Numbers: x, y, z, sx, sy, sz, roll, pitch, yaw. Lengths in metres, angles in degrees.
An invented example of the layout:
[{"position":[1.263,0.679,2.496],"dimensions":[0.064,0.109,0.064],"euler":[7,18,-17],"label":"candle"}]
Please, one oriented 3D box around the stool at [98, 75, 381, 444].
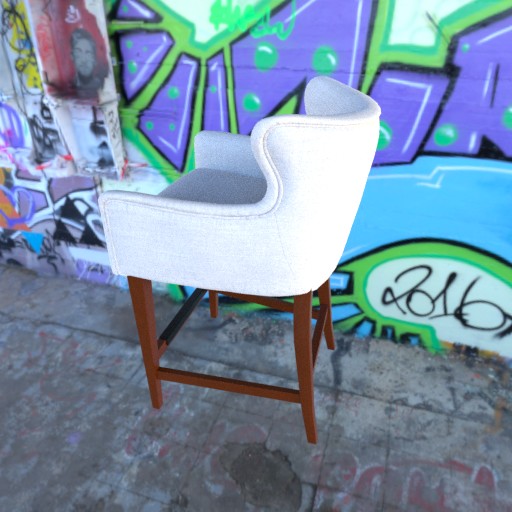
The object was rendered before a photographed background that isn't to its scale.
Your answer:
[{"position":[0.000,0.000,1.382],"dimensions":[0.637,0.987,0.615],"euler":[9,32,15],"label":"stool"}]
